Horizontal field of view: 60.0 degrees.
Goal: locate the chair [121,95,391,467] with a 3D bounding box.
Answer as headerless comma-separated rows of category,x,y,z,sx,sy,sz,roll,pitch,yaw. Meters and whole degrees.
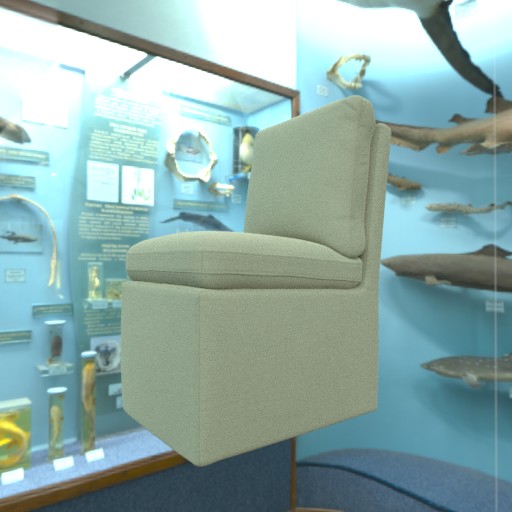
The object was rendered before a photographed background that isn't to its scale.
chair,0.000,0.000,1.336,0.698,0.927,0.503,0,-1,-37
